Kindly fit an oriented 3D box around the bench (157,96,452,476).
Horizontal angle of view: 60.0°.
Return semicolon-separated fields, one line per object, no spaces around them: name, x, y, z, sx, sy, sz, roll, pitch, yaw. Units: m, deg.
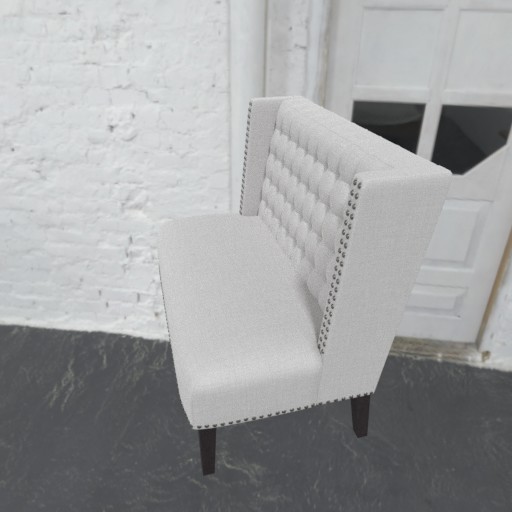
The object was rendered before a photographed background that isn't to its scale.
bench;0.000;0.000;1.979;0.847;1.123;1.280;-8;31;-13
